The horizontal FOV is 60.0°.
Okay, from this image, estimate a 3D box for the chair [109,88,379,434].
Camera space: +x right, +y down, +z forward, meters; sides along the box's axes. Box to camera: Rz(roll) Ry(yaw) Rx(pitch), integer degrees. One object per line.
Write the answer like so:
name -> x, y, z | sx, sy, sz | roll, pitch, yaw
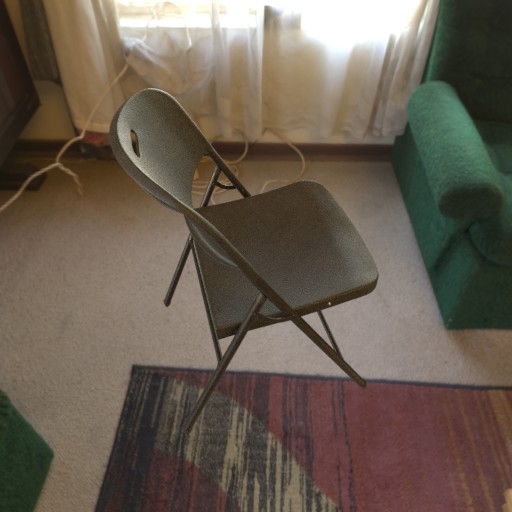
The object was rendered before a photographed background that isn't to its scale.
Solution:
chair -> 0.000, 0.000, 1.161 | 0.566, 0.810, 0.494 | -11, 47, -10
